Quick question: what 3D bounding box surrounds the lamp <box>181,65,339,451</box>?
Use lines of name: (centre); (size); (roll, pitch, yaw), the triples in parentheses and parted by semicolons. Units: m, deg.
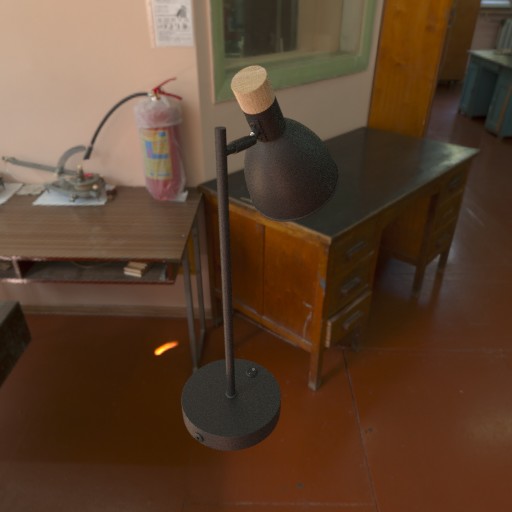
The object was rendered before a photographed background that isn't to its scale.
lamp: (0.000, 0.000, 0.606); (0.152, 0.483, 0.287); (20, 37, 29)
